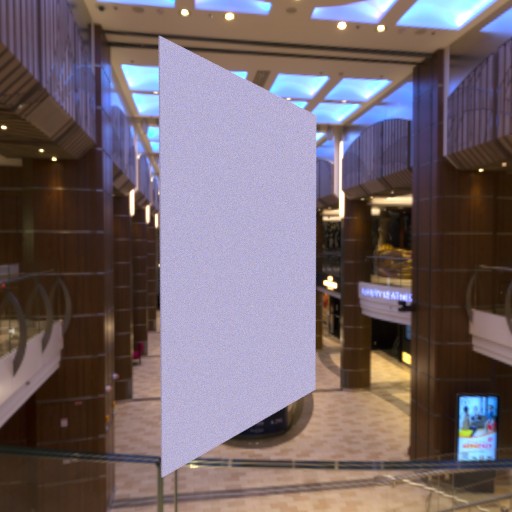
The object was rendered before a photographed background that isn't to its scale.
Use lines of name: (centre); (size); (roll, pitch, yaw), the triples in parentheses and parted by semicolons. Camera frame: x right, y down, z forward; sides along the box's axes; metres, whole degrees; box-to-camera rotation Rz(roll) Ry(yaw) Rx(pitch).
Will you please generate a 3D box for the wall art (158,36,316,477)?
wall art: (0.000, 0.000, 0.799); (0.003, 0.610, 0.457); (1, 2, 35)
